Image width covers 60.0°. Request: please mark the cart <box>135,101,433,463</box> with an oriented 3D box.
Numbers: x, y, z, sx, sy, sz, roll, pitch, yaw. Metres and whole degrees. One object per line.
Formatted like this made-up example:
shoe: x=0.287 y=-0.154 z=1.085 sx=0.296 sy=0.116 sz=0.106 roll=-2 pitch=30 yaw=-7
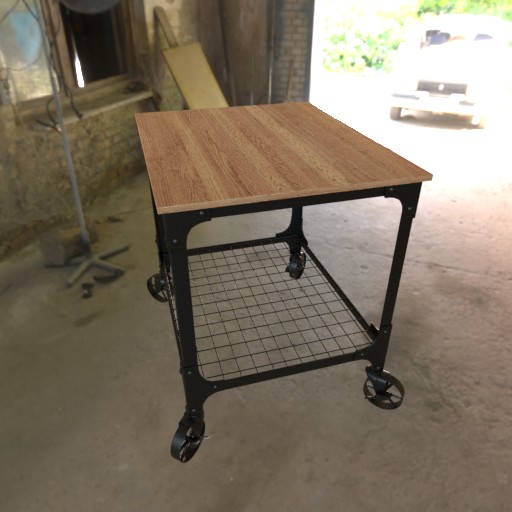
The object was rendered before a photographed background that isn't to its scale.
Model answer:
cart: x=0.000 y=0.000 z=1.124 sx=0.558 sy=0.603 sz=0.666 roll=-9 pitch=33 yaw=-14
